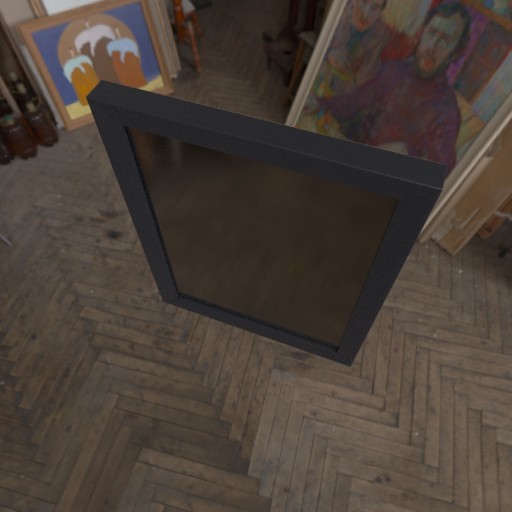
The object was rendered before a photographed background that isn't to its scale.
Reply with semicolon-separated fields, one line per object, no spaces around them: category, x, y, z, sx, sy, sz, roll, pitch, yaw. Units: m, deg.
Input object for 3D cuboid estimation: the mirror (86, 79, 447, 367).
mirror;0.000;0.000;0.694;0.405;0.508;0.041;17;58;11
